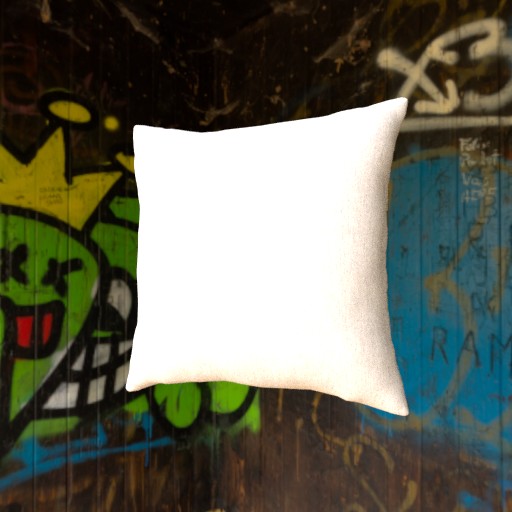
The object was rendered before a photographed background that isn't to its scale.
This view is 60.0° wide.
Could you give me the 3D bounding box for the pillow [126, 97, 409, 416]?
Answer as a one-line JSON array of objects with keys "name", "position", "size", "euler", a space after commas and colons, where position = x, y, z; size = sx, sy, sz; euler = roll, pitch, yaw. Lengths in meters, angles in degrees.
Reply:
[{"name": "pillow", "position": [0.000, 0.000, 0.664], "size": [0.433, 0.436, 0.173], "euler": [0, -1, 17]}]
